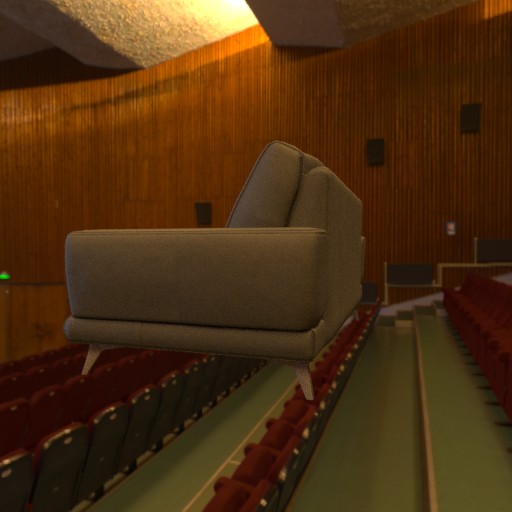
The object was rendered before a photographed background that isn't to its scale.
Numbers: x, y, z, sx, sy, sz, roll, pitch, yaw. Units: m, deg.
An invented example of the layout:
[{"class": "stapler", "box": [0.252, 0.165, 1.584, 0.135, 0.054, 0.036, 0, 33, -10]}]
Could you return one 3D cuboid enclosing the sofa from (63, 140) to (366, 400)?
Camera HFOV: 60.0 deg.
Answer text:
[{"class": "sofa", "box": [0.000, 0.000, 2.378, 1.018, 0.907, 1.806, 1, 2, 18]}]
